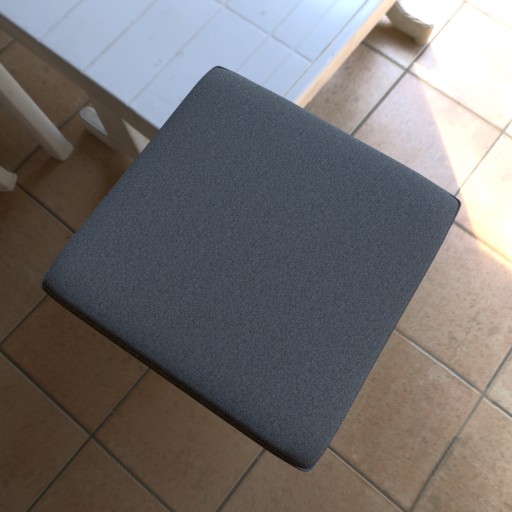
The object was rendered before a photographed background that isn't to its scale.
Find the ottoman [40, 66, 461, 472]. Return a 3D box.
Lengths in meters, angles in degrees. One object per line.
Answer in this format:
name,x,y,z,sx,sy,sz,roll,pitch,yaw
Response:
ottoman,0.000,0.000,1.584,1.015,0.464,1.005,32,76,9
